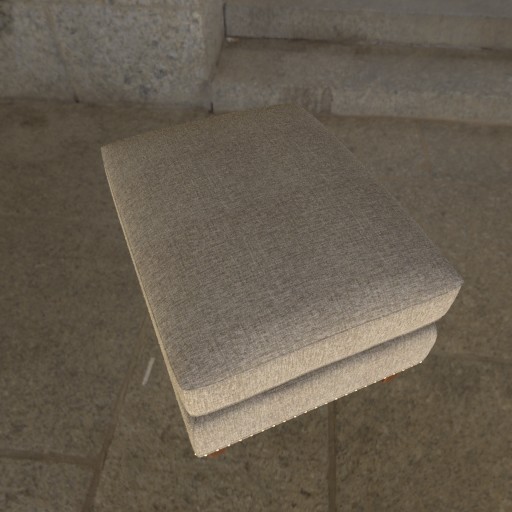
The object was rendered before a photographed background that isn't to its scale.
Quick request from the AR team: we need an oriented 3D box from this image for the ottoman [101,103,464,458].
[{"bbox_3d":[0.000,0.000,1.124,0.584,0.513,0.741,-18,51,-15],"label":"ottoman"}]
